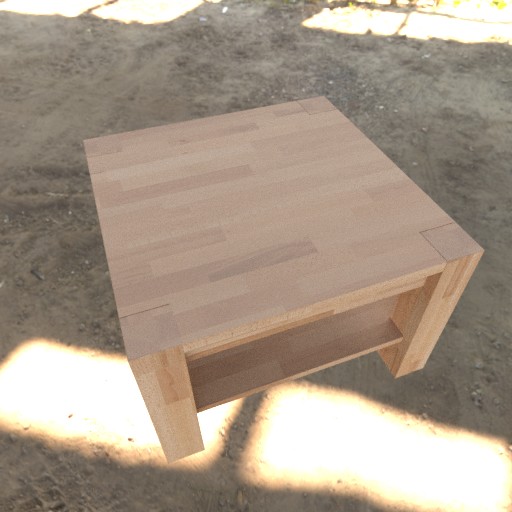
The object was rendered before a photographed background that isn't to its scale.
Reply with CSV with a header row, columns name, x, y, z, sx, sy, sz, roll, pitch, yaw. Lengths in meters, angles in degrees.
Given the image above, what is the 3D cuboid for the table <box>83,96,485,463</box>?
name,x,y,z,sx,sy,sz,roll,pitch,yaw
table,0.000,0.000,1.177,0.700,0.451,0.700,-15,48,-14
